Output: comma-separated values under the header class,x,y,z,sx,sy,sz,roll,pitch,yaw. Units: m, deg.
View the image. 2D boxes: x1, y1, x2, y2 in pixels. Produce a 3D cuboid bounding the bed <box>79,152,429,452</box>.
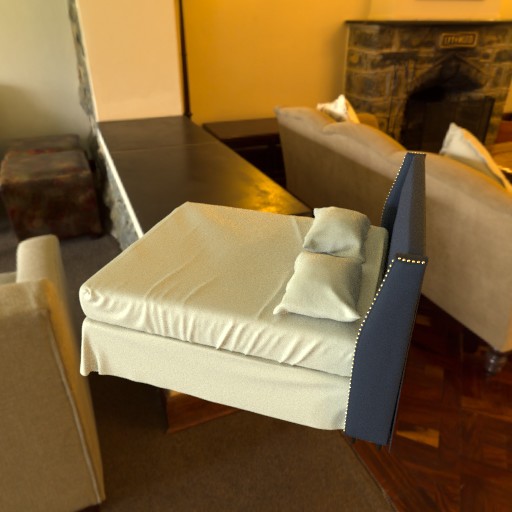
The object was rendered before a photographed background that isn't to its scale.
class,x,y,z,sx,sy,sz,roll,pitch,yaw
bed,0.000,0.000,3.391,2.276,1.332,1.925,9,30,16
